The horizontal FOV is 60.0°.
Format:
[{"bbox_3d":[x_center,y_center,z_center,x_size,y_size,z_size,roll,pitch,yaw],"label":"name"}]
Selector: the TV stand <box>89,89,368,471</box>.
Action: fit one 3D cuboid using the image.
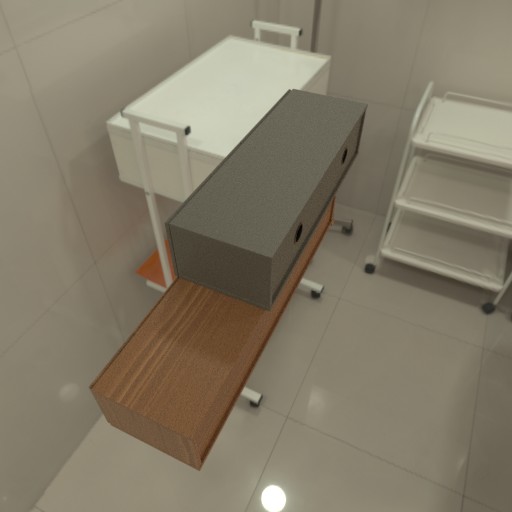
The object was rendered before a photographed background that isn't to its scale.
[{"bbox_3d":[0.000,0.000,1.551,0.329,0.591,1.336,19,48,17],"label":"TV stand"}]
